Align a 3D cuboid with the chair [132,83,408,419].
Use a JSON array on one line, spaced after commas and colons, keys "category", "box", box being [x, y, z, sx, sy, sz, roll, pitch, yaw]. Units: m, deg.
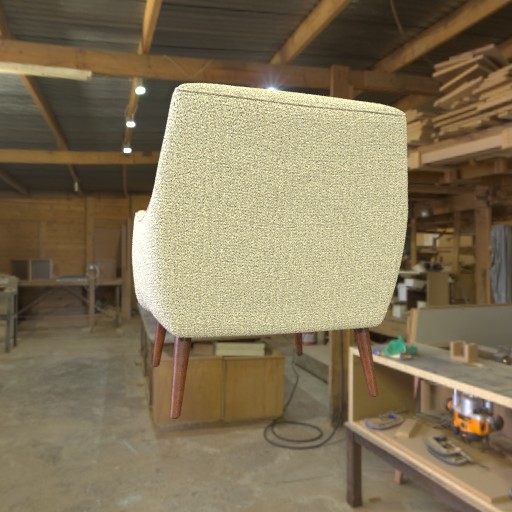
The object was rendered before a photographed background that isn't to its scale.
[{"category": "chair", "box": [0.000, 0.000, 1.459, 0.762, 0.838, 0.787, 0, 0, -18]}]
